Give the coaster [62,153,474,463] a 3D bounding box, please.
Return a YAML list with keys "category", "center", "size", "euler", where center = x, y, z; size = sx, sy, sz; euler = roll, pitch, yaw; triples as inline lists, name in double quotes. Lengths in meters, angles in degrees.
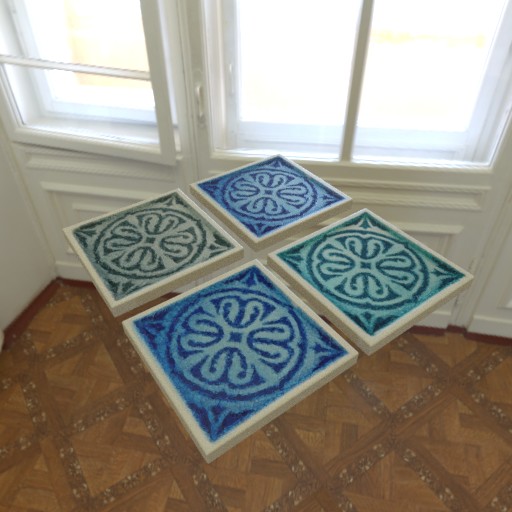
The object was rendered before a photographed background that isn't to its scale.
- category: "coaster"
  center: [0.000, 0.000, 0.327]
  size: [0.214, 0.010, 0.219]
  euler: [-25, 46, -26]
